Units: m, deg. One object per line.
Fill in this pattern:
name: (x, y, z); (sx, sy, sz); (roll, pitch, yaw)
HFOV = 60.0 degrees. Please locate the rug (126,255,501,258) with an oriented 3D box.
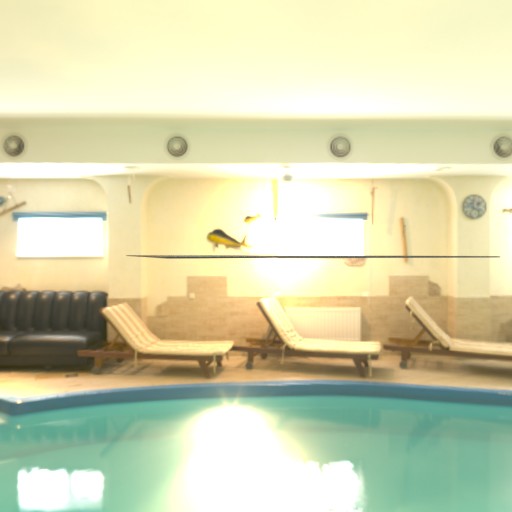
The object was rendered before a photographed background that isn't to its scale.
rug: (0.000, 0.000, 2.930); (1.525, 0.007, 2.440); (0, 0, -19)
